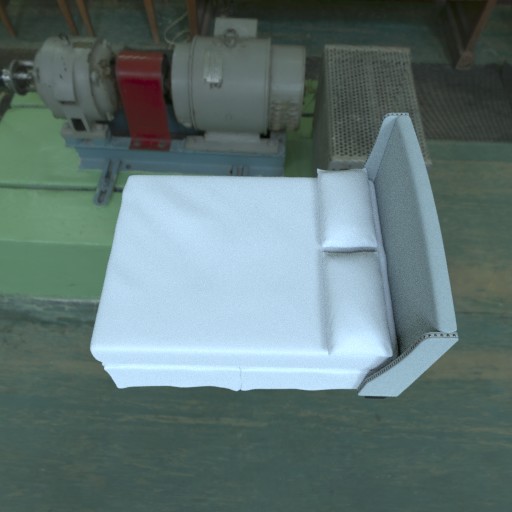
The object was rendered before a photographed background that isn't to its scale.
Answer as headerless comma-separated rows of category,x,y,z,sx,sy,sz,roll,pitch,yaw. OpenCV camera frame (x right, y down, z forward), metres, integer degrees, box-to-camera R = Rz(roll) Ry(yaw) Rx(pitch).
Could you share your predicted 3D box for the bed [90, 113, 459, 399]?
bed,0.000,0.000,3.295,2.237,1.407,1.710,1,59,1
